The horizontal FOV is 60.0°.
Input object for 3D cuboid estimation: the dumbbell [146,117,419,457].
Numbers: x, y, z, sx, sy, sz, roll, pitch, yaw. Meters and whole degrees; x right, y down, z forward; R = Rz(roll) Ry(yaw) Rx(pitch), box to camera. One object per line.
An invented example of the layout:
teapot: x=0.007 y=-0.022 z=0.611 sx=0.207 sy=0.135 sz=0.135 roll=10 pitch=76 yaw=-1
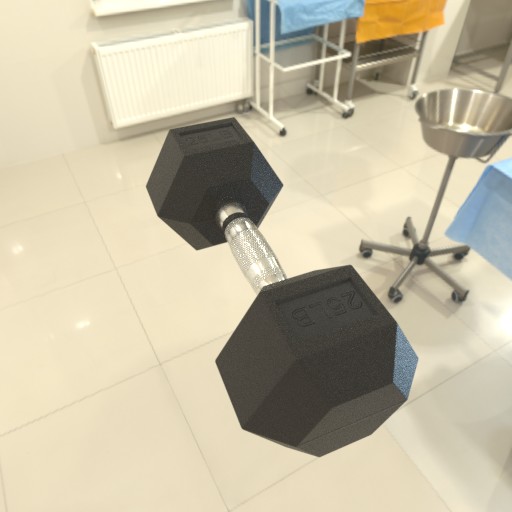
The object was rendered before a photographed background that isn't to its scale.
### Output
dumbbell: x=0.000 y=0.000 z=0.375 sx=0.129 sy=0.113 sz=0.315 roll=-16 pitch=47 yaw=-16
